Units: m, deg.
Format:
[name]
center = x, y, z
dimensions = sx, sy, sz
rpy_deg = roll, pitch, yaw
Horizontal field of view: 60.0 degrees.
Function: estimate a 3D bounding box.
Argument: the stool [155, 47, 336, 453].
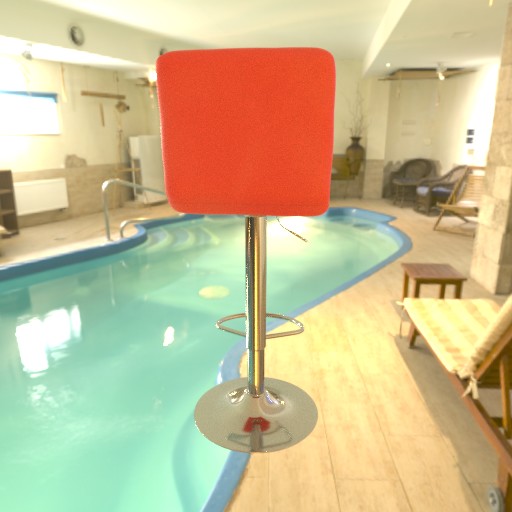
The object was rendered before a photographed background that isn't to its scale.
[stool]
center = 0.000, 0.000, 1.380
dimensions = 0.430, 1.115, 0.505
rpy_deg = 2, 16, 7
